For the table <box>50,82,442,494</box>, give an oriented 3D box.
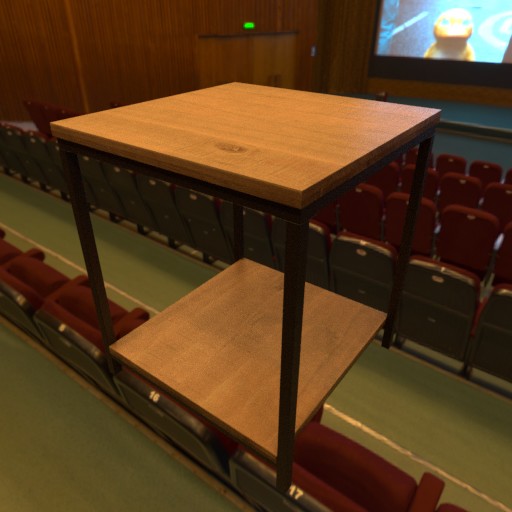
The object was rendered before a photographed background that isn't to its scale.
[{"bbox_3d":[0.000,0.000,0.952,0.507,0.589,0.503,21,37,31],"label":"table"}]
